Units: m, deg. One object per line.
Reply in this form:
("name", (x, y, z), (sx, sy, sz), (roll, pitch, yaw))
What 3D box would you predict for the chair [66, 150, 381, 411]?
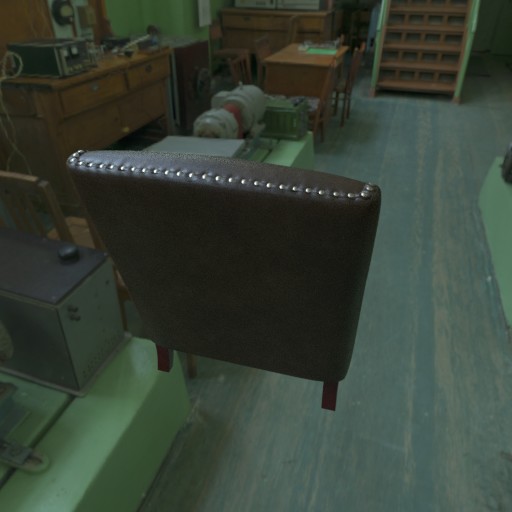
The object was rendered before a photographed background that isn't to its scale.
("chair", (0.000, 0.000, 1.304), (0.639, 0.813, 0.704), (9, 35, 13))
